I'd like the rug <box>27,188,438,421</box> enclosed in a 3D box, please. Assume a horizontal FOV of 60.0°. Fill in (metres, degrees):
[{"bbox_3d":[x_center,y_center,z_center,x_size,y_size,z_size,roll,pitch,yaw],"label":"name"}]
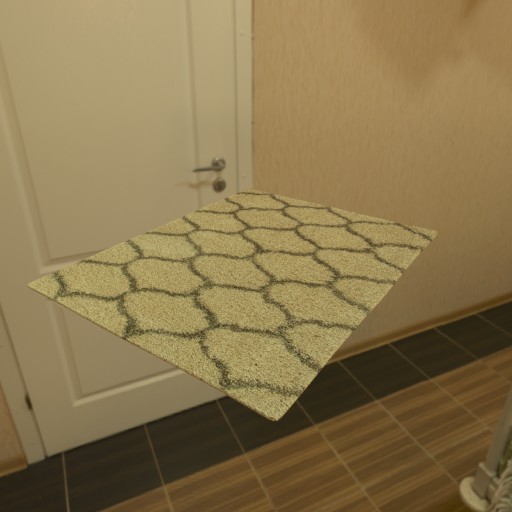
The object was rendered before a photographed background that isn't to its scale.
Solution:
[{"bbox_3d":[0.000,0.000,4.010,2.399,0.026,3.000,18,32,31],"label":"rug"}]
